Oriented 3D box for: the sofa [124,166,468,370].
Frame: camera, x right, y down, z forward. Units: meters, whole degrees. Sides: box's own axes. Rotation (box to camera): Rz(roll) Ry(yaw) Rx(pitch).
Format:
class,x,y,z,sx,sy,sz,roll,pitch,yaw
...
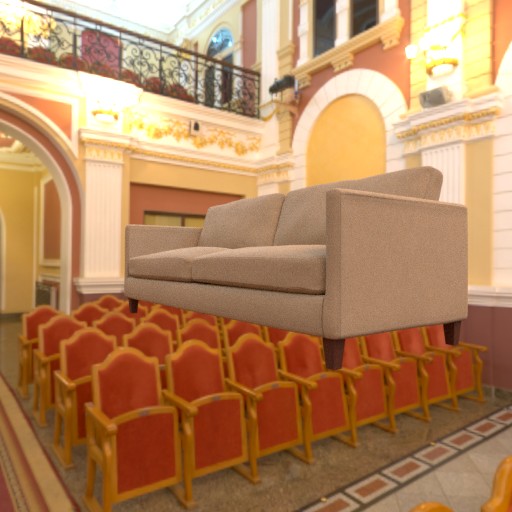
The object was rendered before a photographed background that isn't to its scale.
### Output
class,x,y,z,sx,sy,sz,roll,pitch,yaw
sofa,0.000,0.000,2.929,0.988,0.912,2.404,0,0,-36
